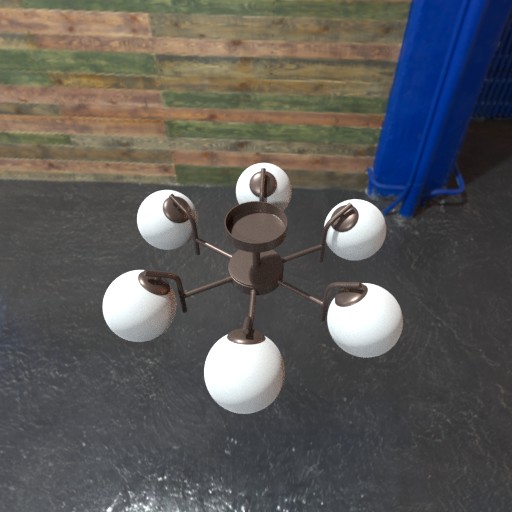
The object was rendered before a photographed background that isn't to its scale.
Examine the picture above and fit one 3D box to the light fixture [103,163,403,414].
[{"bbox_3d":[0.000,0.000,0.953,0.662,0.201,0.662,0,47,0],"label":"light fixture"}]
